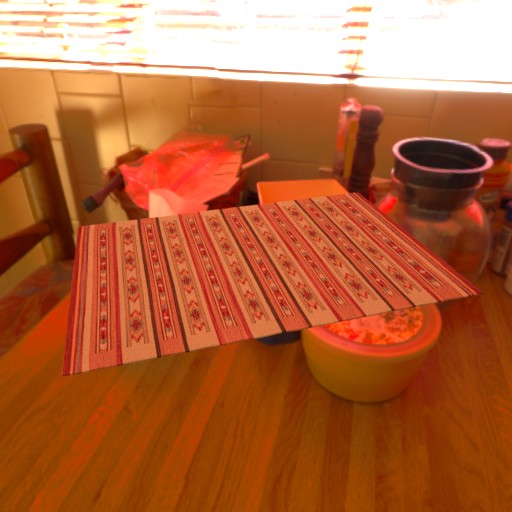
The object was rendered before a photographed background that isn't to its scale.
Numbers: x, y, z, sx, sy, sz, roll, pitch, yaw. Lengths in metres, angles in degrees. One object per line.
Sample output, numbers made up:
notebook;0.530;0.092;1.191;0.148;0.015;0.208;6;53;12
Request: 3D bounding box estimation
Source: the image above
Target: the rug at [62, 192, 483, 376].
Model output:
rug;0.000;0.000;2.316;1.817;0.008;1.223;-9;32;-14
